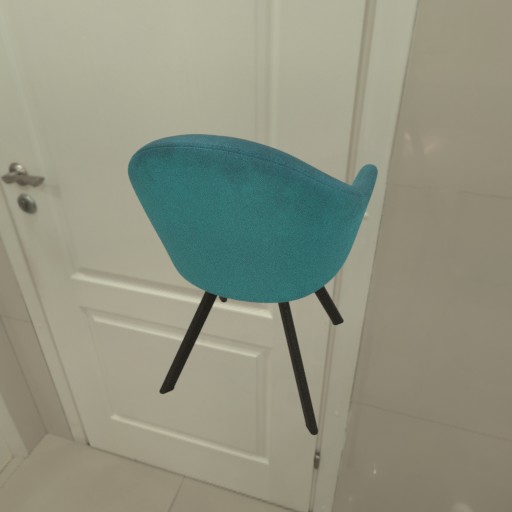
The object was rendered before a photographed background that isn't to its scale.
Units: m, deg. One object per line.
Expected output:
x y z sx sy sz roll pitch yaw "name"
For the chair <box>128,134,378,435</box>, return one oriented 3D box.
0.000 0.000 1.163 0.540 0.780 0.570 10 34 15 "chair"
